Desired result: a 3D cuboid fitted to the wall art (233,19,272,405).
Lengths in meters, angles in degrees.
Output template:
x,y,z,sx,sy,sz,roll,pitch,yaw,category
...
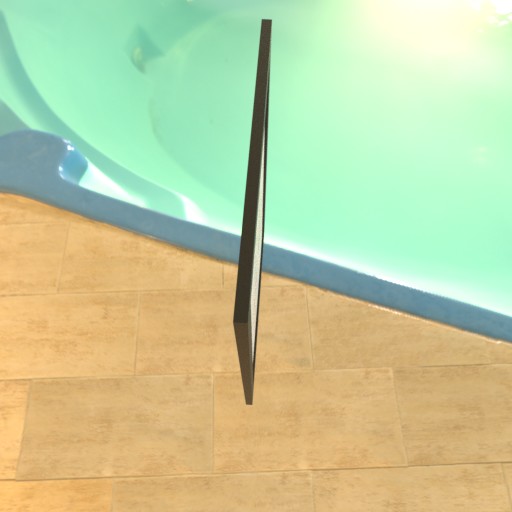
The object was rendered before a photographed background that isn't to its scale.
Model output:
x,y,z,sx,sy,sz,roll,pitch,yaw,category
0.000,0.000,0.694,0.013,0.534,0.381,4,64,2,wall art
